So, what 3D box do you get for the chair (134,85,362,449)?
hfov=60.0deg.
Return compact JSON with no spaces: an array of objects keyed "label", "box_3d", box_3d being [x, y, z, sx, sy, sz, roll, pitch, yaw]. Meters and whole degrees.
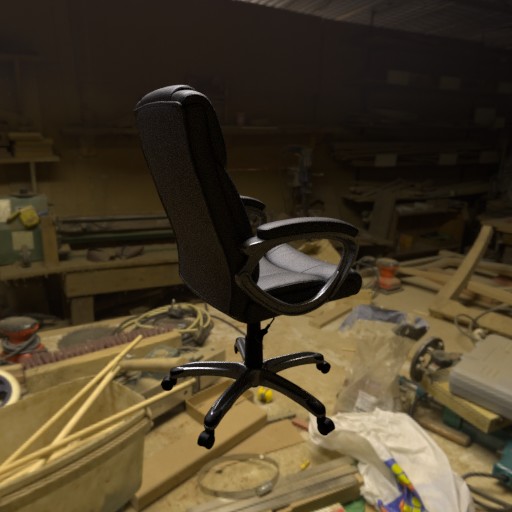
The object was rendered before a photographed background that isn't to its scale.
[{"label":"chair","box_3d":[0.000,0.000,1.620,0.719,1.130,0.721,-8,17,-27]}]
